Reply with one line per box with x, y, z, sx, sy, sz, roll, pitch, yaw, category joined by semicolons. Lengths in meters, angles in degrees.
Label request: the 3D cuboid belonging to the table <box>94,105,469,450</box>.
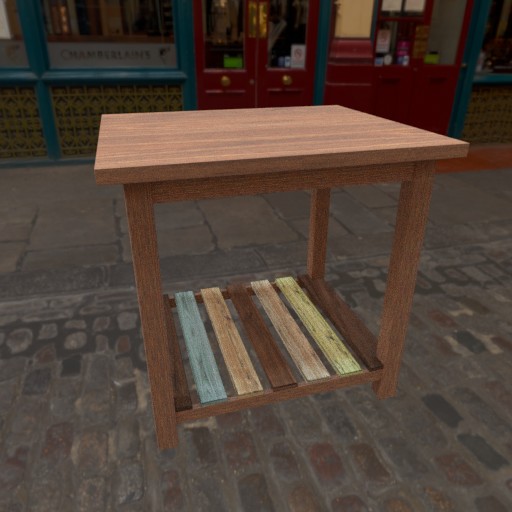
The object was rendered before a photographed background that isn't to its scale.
0.000;0.000;1.117;0.660;0.635;0.559;-7;27;-15;table
